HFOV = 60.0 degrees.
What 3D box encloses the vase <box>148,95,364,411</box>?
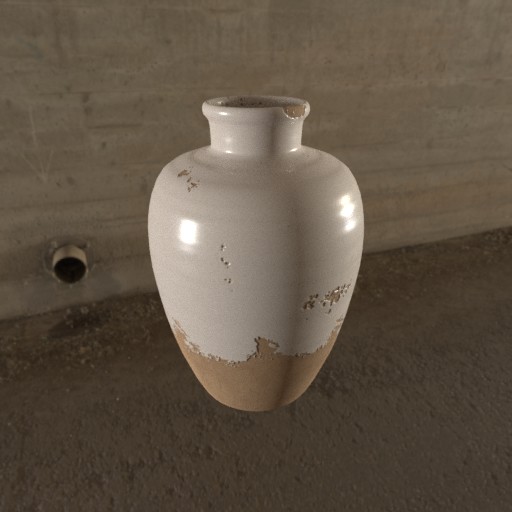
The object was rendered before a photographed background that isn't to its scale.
[{"bbox_3d":[0.000,0.000,0.343,0.158,0.228,0.158,0,26,0],"label":"vase"}]
